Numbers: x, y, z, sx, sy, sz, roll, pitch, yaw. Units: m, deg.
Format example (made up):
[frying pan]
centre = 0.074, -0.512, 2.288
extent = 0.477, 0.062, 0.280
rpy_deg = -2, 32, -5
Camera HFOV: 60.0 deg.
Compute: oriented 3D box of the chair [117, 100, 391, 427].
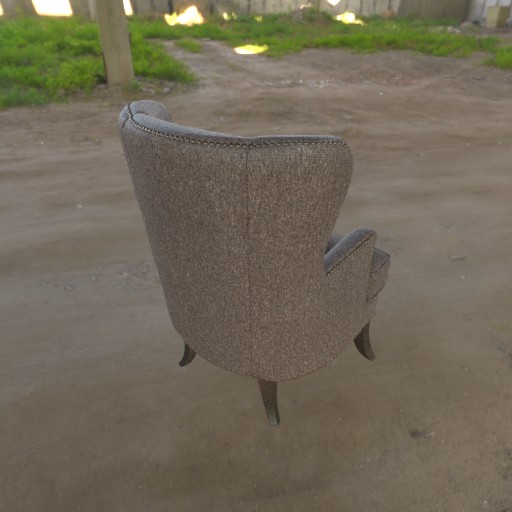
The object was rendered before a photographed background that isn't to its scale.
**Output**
[chair]
centre = 0.000, 0.000, 1.597
extent = 0.759, 1.060, 0.758
rpy_deg = 22, 37, 32
